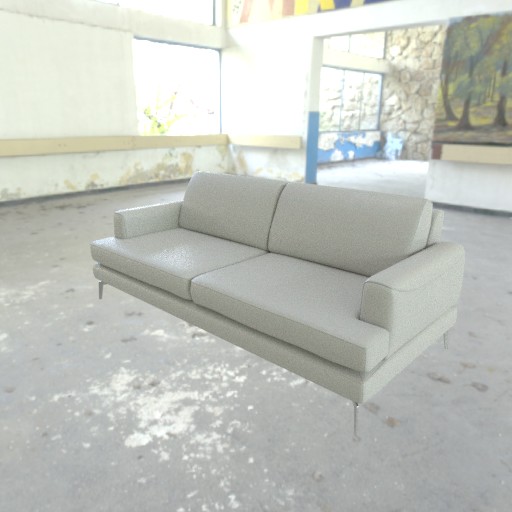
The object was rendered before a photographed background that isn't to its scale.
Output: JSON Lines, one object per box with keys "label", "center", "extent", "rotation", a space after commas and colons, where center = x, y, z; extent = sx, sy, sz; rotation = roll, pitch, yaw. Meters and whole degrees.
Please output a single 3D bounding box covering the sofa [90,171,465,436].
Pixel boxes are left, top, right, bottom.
{"label": "sofa", "center": [0.000, 0.000, 2.441], "extent": [1.940, 0.765, 0.974], "rotation": [16, 23, 41]}
